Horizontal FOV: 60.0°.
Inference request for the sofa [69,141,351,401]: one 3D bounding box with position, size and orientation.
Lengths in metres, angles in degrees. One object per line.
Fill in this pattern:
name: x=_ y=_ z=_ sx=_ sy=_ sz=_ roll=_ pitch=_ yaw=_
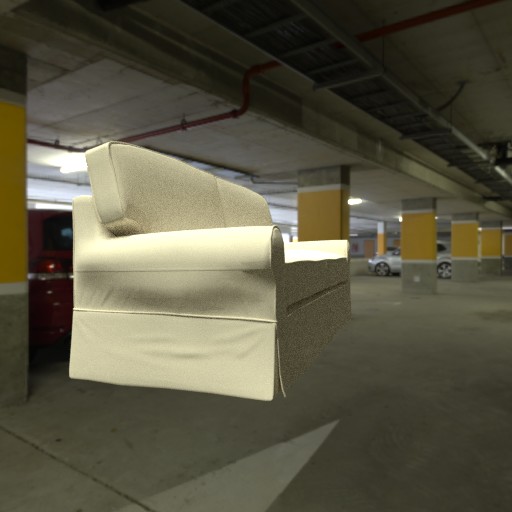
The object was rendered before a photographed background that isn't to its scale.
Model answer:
sofa: x=0.000 y=0.000 z=2.485 sx=0.862 sy=0.937 sz=2.021 roll=0 pitch=0 yaw=19
